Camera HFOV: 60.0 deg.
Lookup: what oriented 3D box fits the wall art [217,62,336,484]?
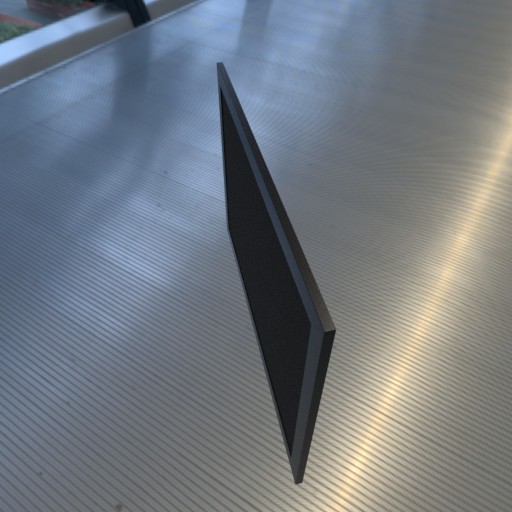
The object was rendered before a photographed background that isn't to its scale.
[{"bbox_3d":[0.000,0.000,0.818,0.013,0.447,0.660,-9,46,-9],"label":"wall art"}]
